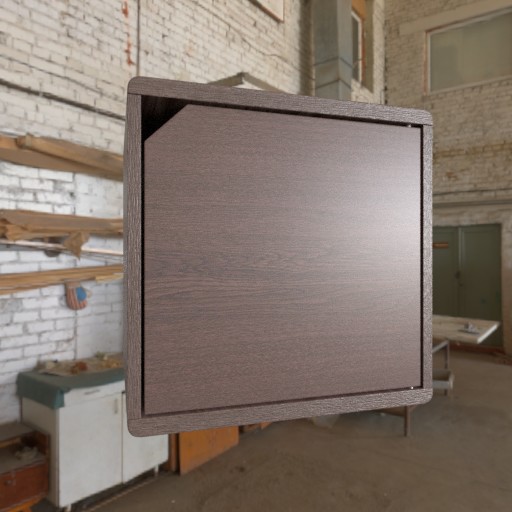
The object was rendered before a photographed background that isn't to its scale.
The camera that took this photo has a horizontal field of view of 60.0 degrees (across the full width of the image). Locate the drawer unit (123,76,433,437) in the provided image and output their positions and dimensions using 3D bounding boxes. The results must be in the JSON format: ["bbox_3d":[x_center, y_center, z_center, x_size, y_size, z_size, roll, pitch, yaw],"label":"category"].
[{"bbox_3d":[0.000,0.000,0.606,0.344,0.344,0.290,0,0,-17],"label":"drawer unit"}]
